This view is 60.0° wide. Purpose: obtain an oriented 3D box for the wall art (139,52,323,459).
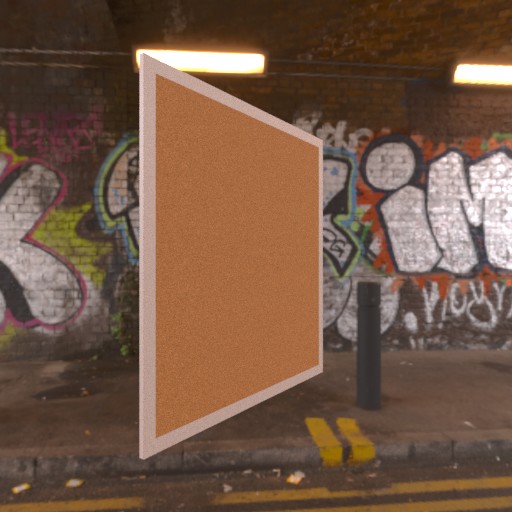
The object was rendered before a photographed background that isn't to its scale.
[{"bbox_3d":[0.000,0.000,1.222,0.013,0.813,0.812,0,0,34],"label":"wall art"}]
